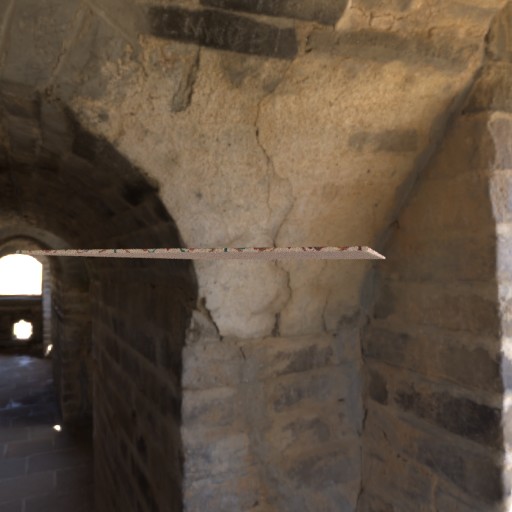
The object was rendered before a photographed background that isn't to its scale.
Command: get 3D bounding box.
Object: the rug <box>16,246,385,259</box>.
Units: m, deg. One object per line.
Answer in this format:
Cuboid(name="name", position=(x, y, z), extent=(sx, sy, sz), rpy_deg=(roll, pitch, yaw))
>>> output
Cuboid(name="rug", position=(0.000, 0.000, 2.849), extent=(1.541, 0.018, 2.297), rpy_deg=(0, -1, 18))
